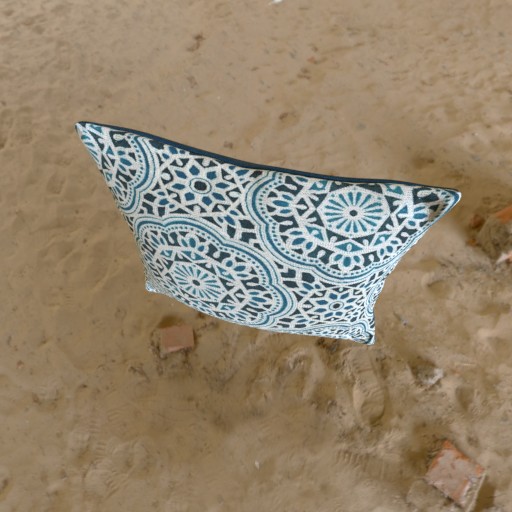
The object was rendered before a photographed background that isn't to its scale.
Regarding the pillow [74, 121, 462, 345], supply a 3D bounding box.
[{"bbox_3d":[0.000,0.000,0.655,0.440,0.420,0.145,13,59,8],"label":"pillow"}]
